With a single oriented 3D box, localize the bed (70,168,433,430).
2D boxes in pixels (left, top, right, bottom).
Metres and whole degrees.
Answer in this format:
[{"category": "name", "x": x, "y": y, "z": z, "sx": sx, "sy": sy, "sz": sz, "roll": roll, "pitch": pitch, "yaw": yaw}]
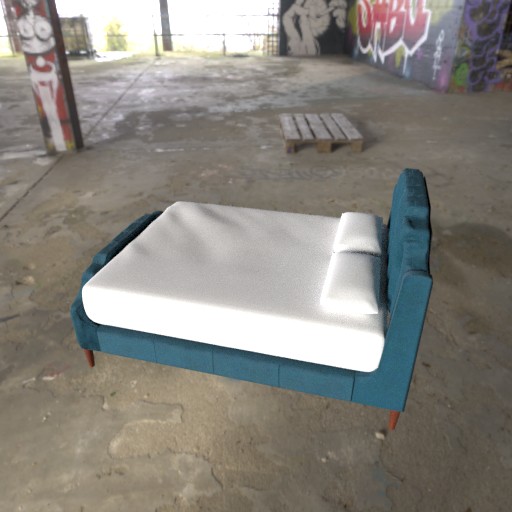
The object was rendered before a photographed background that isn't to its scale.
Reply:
[{"category": "bed", "x": 0.000, "y": 0.000, "z": 3.434, "sx": 2.322, "sy": 1.351, "sz": 1.676, "roll": 8, "pitch": 30, "yaw": 13}]
